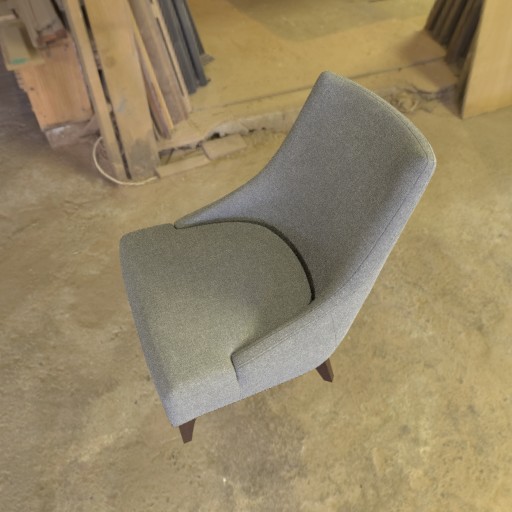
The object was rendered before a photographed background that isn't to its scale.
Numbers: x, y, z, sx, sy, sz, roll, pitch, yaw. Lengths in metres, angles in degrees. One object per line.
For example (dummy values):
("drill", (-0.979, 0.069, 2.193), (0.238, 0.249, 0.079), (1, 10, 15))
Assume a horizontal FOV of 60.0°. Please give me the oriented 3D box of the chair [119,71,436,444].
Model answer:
("chair", (0.000, 0.000, 1.465), (0.861, 0.909, 0.701), (-17, 49, -15))
